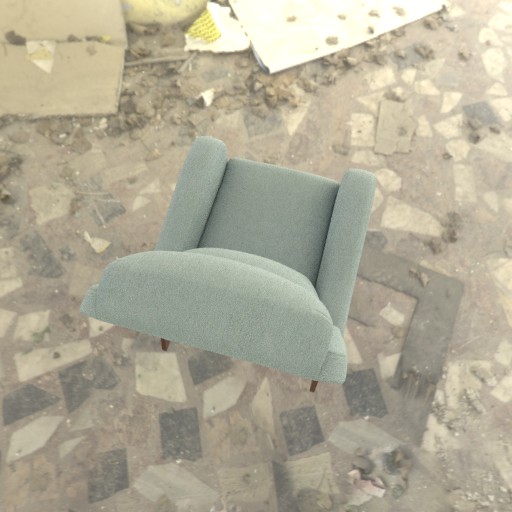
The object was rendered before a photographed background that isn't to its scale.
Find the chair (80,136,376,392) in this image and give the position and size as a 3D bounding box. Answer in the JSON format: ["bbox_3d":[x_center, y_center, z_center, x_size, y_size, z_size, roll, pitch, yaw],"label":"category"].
[{"bbox_3d":[0.000,0.000,1.706,0.785,1.067,0.988,14,64,7],"label":"chair"}]
